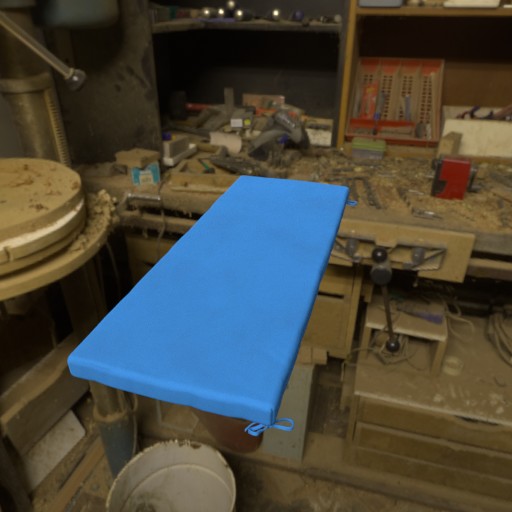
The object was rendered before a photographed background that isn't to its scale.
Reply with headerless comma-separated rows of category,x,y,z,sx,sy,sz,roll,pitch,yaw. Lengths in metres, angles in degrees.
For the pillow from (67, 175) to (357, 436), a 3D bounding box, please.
pillow,0.000,0.000,1.347,0.492,0.081,1.187,9,32,15
